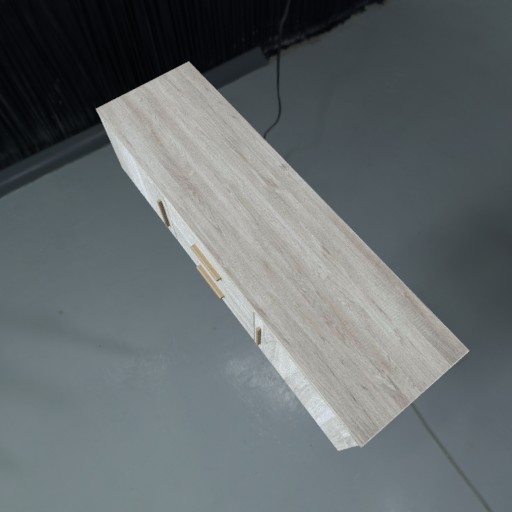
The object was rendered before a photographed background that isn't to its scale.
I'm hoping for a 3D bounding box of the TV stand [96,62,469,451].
[{"bbox_3d":[0.000,0.000,1.567,0.401,0.565,1.313,-34,69,-15],"label":"TV stand"}]
